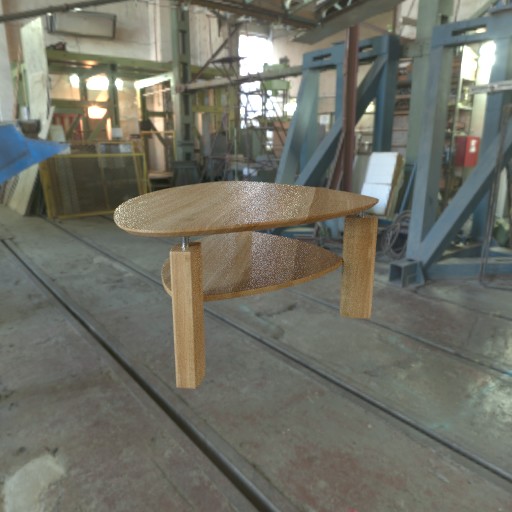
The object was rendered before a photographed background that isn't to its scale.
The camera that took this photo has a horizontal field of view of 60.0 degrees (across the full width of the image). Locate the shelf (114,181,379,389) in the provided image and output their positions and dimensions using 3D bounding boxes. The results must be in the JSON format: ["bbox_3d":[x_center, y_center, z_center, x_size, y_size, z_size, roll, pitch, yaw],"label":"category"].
[{"bbox_3d":[0.000,0.000,1.655,0.863,0.439,1.240,2,15,7],"label":"shelf"}]
